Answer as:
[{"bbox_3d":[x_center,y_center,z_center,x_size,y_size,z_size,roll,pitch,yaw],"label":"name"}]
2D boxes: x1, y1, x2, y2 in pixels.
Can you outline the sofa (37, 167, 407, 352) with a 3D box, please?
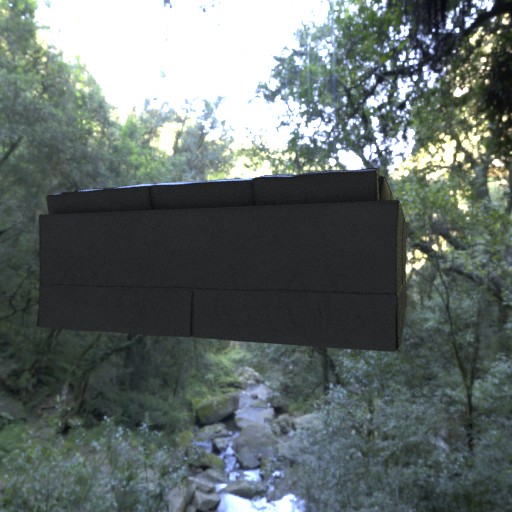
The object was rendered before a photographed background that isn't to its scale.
[{"bbox_3d":[0.000,0.000,4.108,2.623,1.081,2.618,0,0,20],"label":"sofa"}]
